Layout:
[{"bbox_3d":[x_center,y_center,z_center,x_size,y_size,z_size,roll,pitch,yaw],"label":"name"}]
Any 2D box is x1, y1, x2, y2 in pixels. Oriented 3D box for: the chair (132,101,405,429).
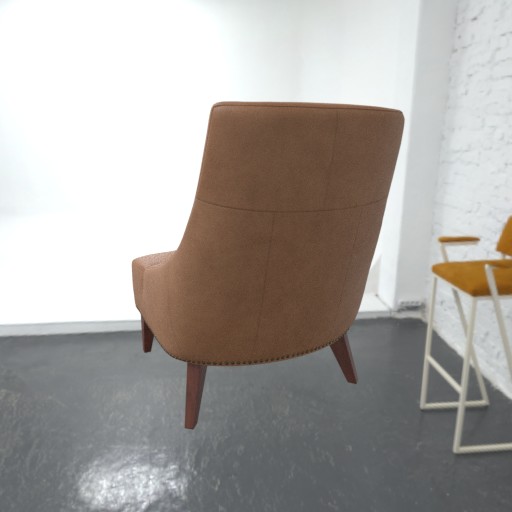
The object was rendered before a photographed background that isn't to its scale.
[{"bbox_3d":[0.000,0.000,1.486,0.701,0.909,0.861,-7,15,-25],"label":"chair"}]
